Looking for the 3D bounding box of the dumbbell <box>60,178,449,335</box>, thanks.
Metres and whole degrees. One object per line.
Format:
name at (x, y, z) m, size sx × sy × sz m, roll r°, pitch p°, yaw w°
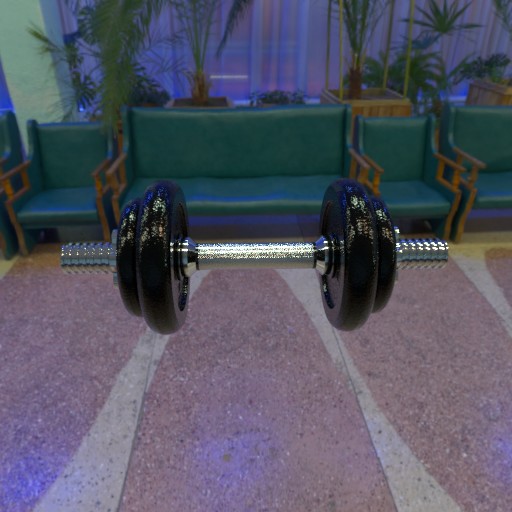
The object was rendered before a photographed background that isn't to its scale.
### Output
dumbbell at (0.000, 0.000, 0.587) m, size 0.497 × 0.202 × 0.202 m, roll -1°, pitch 30°, yaw -1°
